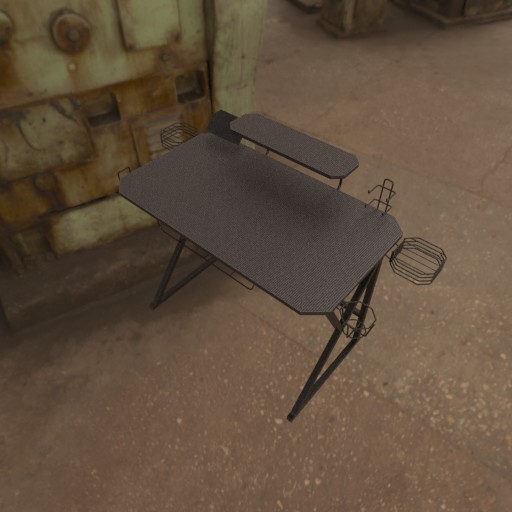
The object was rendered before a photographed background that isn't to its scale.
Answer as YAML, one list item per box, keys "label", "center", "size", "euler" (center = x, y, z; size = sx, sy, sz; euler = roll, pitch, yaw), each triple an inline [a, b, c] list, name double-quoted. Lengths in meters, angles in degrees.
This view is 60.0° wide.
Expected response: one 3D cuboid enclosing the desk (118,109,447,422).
- label: "desk"
  center: [0.000, 0.000, 1.810]
  size: [1.290, 0.880, 0.580]
  euler: [32, 54, 27]
